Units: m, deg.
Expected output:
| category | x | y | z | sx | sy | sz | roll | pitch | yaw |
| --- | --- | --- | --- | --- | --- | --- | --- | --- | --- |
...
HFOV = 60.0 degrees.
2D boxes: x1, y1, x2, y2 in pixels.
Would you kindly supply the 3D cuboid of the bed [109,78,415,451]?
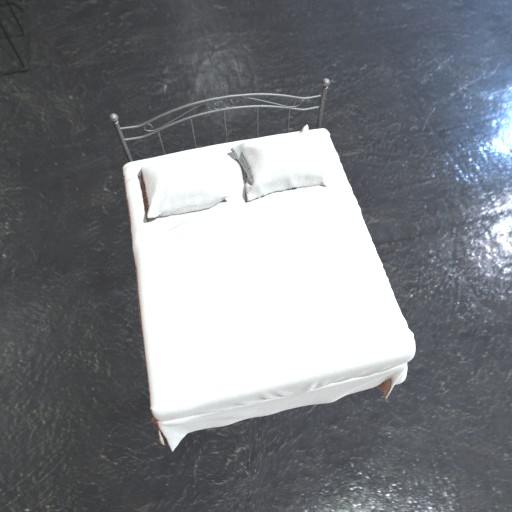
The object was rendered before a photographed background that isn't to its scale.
| category | x | y | z | sx | sy | sz | roll | pitch | yaw |
| --- | --- | --- | --- | --- | --- | --- | --- | --- | --- |
| bed | 0.000 | 0.000 | 3.227 | 1.936 | 1.080 | 2.215 | -12 | 63 | -6 |
